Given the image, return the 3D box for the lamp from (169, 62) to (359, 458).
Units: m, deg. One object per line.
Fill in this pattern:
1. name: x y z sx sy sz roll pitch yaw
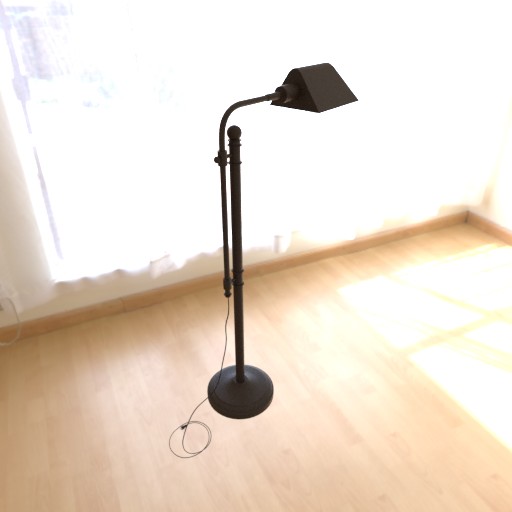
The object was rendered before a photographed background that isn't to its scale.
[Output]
1. lamp: 0.000 0.000 0.929 0.159 0.708 0.545 22 37 33
